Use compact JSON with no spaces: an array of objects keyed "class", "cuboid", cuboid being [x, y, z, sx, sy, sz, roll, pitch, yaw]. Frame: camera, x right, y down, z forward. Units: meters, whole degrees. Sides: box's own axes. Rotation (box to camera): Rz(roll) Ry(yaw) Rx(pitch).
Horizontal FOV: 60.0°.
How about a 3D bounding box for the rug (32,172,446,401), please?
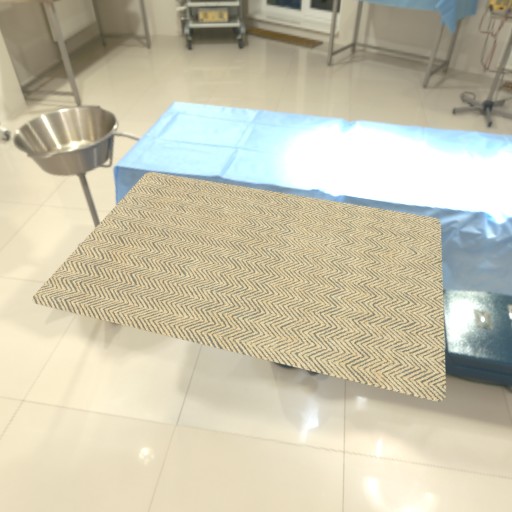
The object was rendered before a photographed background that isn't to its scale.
[{"class":"rug","cuboid":[0.000,0.000,2.179,1.752,0.008,1.144,11,43,12]}]
